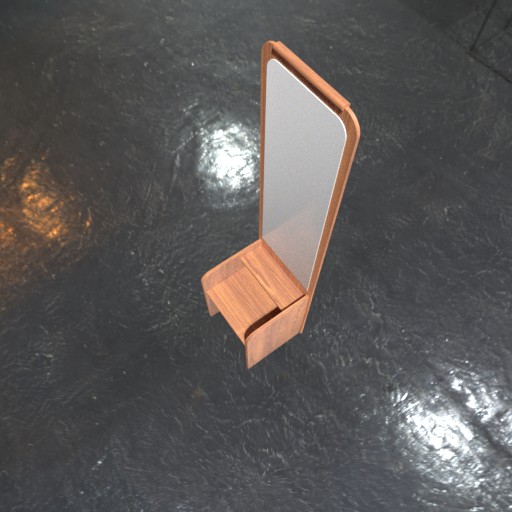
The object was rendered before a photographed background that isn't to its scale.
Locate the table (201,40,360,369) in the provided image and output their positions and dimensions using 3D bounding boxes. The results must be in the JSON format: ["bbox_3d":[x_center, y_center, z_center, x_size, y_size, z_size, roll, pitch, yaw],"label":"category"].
[{"bbox_3d":[0.000,0.000,2.018,0.420,1.830,0.450,-33,67,-16],"label":"table"}]
